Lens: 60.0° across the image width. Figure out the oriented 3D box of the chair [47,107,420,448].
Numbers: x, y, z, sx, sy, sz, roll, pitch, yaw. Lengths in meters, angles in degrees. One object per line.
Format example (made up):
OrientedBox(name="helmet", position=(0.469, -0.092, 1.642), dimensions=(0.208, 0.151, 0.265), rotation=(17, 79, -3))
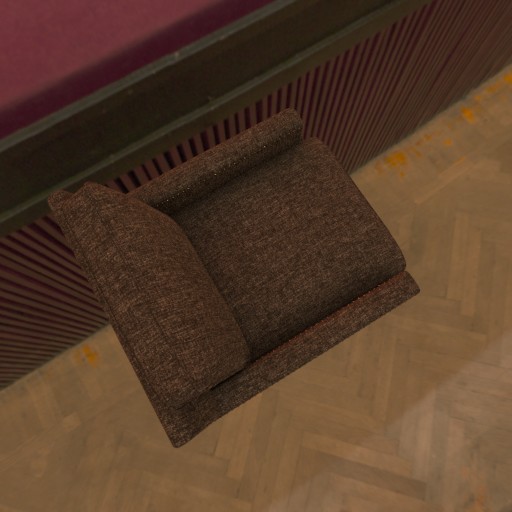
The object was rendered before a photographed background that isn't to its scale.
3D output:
OrientedBox(name="chair", position=(0.000, 0.000, 1.657), dimensions=(1.014, 0.943, 0.853), rotation=(-30, 78, -7))
